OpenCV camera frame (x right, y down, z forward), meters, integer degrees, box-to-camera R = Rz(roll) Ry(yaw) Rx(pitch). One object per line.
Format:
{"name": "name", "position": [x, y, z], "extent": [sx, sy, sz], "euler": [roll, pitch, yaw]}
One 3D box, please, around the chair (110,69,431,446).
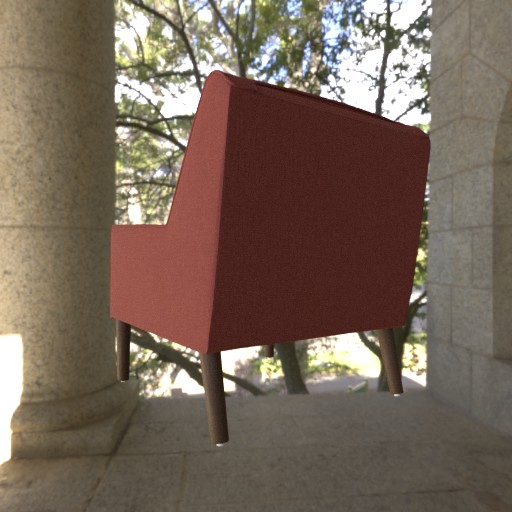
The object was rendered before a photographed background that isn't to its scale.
{"name": "chair", "position": [0.000, 0.000, 1.354], "extent": [0.680, 0.812, 0.770], "euler": [0, -1, -35]}
